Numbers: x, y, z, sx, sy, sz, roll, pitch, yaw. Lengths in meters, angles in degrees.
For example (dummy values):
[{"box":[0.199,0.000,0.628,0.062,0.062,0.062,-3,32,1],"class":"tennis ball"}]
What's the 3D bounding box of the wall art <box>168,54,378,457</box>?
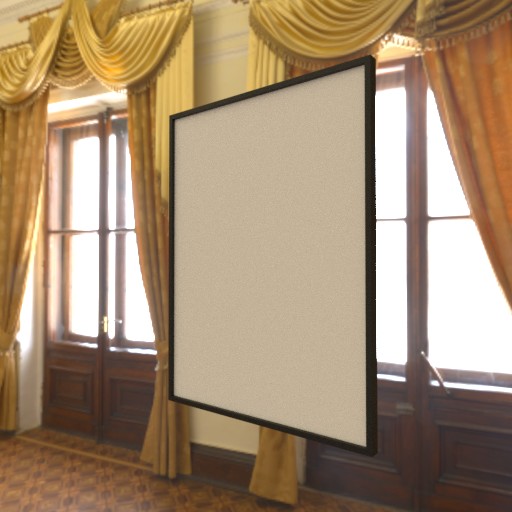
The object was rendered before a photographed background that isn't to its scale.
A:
[{"box":[0.000,0.000,1.435,0.802,1.070,0.036,-1,-1,38],"class":"wall art"}]
